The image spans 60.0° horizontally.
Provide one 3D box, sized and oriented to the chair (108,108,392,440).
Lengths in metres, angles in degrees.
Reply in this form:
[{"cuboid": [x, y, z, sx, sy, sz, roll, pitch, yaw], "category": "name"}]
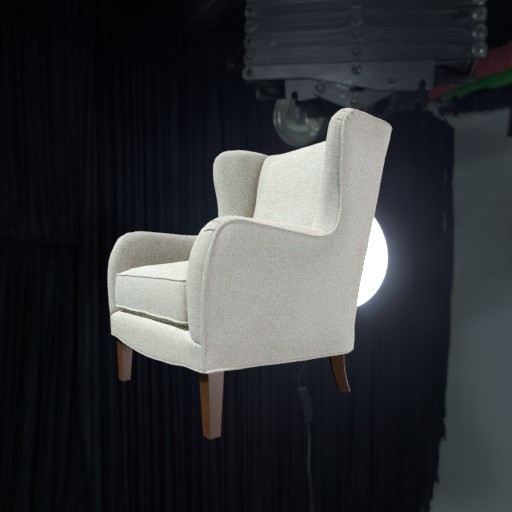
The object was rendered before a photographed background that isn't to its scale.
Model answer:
[{"cuboid": [0.000, 0.000, 1.788, 0.966, 1.040, 0.838, 0, -1, -35], "category": "chair"}]
